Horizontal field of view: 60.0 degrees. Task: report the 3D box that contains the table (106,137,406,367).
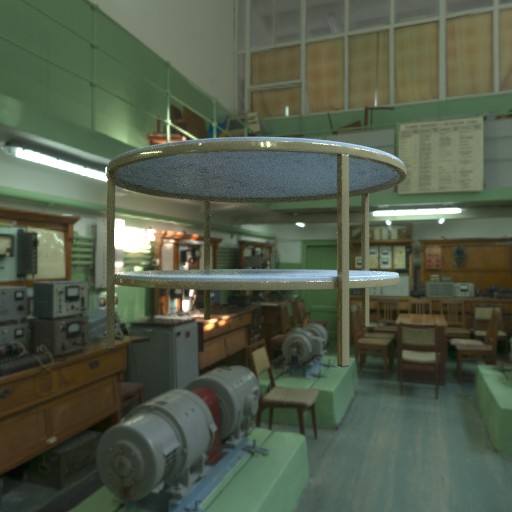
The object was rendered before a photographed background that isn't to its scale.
[{"bbox_3d":[0.000,0.000,1.245,0.800,0.450,0.800,0,-1,0],"label":"table"}]
